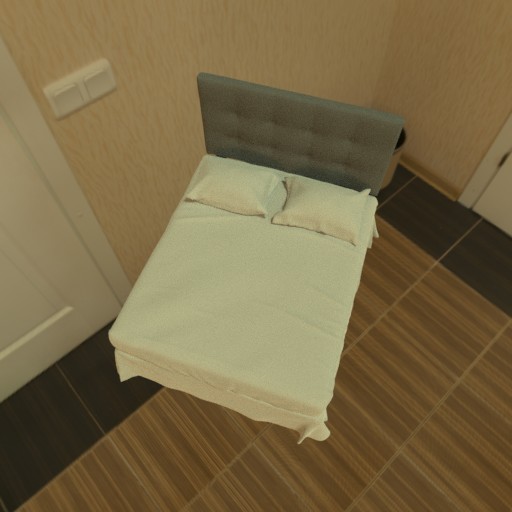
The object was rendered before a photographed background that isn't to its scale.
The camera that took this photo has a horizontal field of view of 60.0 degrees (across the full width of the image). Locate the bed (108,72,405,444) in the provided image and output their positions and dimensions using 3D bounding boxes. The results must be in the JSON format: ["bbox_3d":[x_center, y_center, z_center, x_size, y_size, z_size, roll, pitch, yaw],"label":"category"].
[{"bbox_3d":[0.000,0.000,3.525,1.936,1.577,2.222,16,60,9],"label":"bed"}]
